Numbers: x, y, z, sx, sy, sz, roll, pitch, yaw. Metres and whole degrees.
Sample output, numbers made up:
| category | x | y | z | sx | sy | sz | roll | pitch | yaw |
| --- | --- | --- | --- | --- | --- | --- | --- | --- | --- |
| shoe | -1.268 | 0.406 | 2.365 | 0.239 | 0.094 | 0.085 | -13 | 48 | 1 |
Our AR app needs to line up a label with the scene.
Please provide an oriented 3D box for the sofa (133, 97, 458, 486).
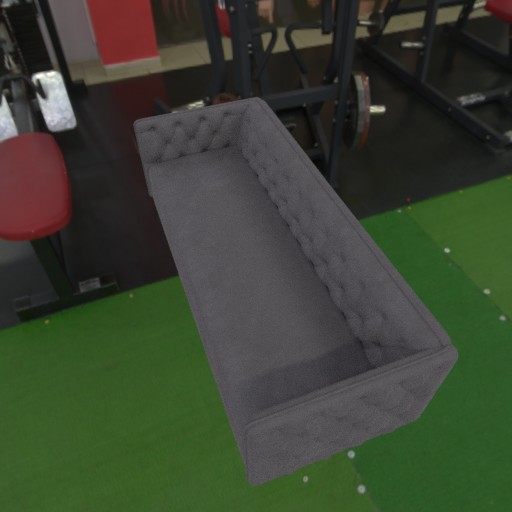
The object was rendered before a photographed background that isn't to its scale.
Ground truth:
| category | x | y | z | sx | sy | sz | roll | pitch | yaw |
| --- | --- | --- | --- | --- | --- | --- | --- | --- | --- |
| sofa | 0.000 | 0.000 | 2.553 | 0.895 | 0.771 | 2.209 | -16 | 49 | -14 |
